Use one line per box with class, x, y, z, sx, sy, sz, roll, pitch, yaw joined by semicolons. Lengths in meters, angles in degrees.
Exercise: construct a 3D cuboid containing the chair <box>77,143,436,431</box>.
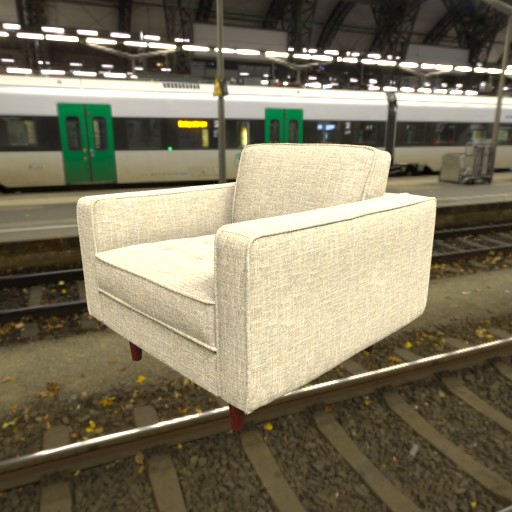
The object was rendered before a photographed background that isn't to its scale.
chair;0.000;0.000;1.562;0.914;0.765;0.889;-14;20;-42
